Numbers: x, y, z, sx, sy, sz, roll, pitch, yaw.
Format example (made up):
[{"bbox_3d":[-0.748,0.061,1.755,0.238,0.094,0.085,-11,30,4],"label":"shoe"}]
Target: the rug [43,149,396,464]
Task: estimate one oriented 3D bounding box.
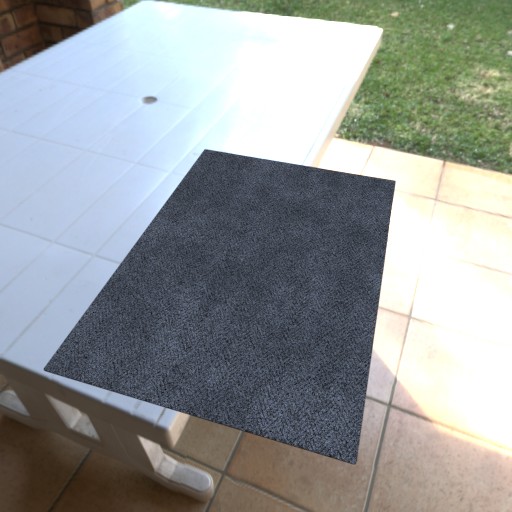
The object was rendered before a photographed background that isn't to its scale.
[{"bbox_3d":[0.000,0.000,2.864,1.600,0.008,2.235,12,46,12],"label":"rug"}]
